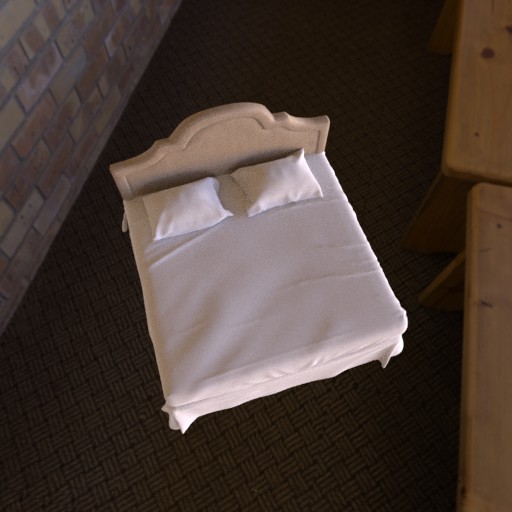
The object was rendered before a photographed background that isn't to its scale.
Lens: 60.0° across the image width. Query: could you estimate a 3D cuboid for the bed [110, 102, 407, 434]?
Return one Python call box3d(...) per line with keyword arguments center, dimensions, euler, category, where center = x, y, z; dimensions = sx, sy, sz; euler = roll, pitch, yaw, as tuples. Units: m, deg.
box3d(center=(0.000, 0.000, 3.806), dimensions=(2.303, 1.631, 2.222), euler=(-15, 63, -8), category="bed")
